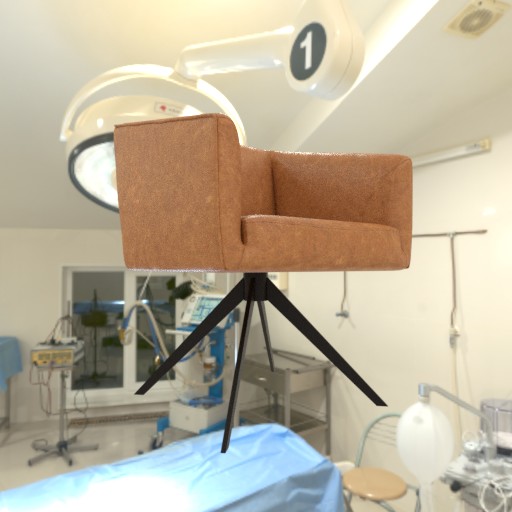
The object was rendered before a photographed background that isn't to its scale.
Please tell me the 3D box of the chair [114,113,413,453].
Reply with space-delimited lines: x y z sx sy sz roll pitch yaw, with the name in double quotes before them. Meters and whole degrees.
"chair" 0.000 0.000 1.179 0.588 0.760 0.625 1 -1 -35
